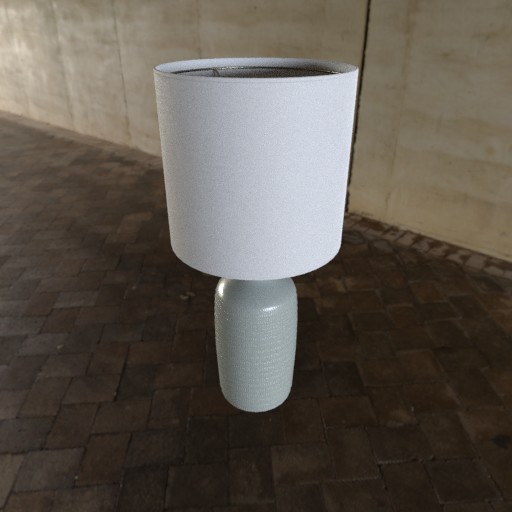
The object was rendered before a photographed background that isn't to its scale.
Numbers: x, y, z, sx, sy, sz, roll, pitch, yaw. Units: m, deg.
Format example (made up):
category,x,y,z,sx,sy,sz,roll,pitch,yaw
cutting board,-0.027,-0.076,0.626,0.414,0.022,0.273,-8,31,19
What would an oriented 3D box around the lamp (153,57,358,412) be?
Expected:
category,x,y,z,sx,sy,sz,roll,pitch,yaw
lamp,0.000,0.000,0.599,0.220,0.475,0.220,-8,29,-14
